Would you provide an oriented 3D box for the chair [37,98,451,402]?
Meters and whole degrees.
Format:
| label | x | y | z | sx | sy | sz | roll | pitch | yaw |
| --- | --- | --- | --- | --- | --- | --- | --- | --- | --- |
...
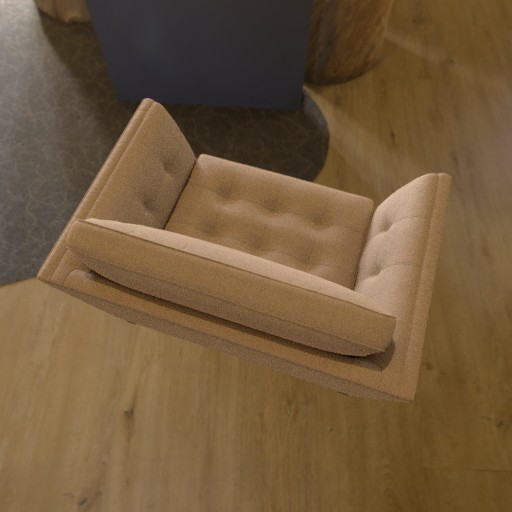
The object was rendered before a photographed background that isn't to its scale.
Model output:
| label | x | y | z | sx | sy | sz | roll | pitch | yaw |
| --- | --- | --- | --- | --- | --- | --- | --- | --- | --- |
| chair | 0.000 | 0.000 | 1.995 | 1.397 | 0.940 | 0.965 | 17 | 64 | 8 |
